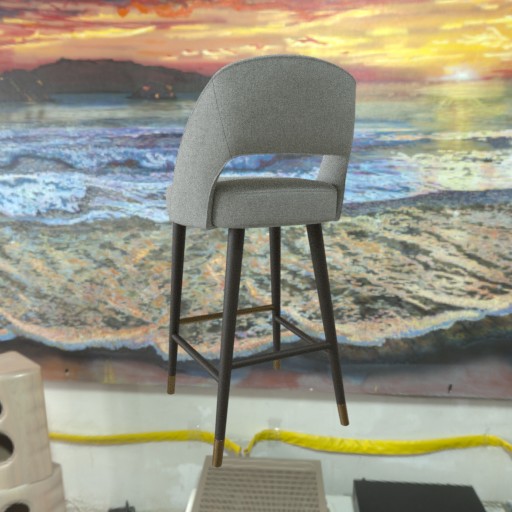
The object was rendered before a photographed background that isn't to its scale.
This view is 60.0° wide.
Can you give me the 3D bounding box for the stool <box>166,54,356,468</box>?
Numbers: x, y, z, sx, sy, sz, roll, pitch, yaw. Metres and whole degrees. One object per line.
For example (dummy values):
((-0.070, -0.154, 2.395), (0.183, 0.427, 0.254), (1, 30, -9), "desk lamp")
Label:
((0.000, 0.000, 1.343), (0.494, 1.037, 0.509), (-6, 13, -26), "stool")
